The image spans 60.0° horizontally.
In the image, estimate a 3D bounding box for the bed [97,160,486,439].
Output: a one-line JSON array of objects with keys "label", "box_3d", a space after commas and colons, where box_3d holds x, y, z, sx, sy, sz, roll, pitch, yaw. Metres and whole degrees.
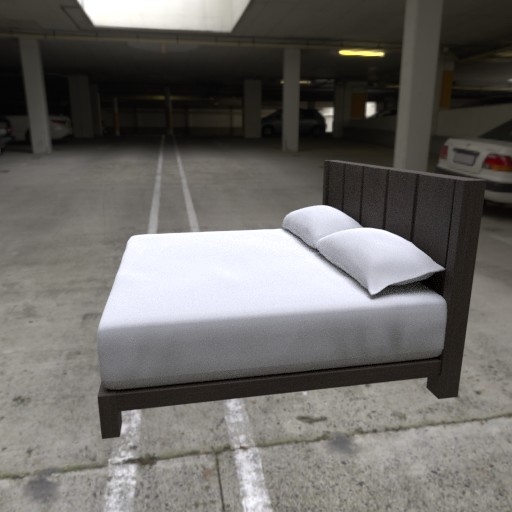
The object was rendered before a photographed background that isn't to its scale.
[{"label": "bed", "box_3d": [0.000, 0.000, 3.280, 2.012, 1.270, 2.134, -3, 15, -11]}]
